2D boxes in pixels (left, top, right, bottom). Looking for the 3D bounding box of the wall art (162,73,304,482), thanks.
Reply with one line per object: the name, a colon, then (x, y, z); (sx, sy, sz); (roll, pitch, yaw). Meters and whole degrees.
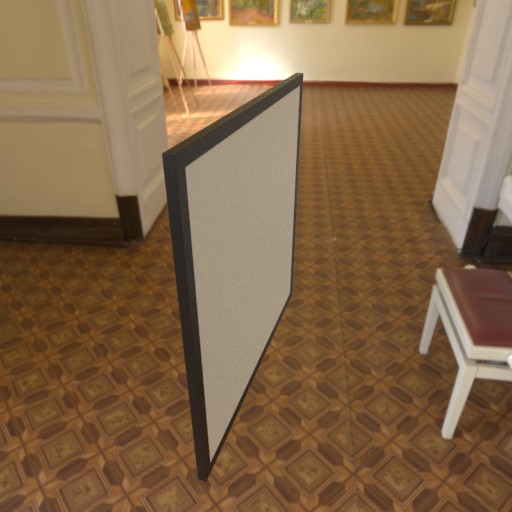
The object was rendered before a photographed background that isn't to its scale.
wall art: (0.000, 0.000, 1.192); (0.022, 0.807, 0.807); (10, 32, 16)
